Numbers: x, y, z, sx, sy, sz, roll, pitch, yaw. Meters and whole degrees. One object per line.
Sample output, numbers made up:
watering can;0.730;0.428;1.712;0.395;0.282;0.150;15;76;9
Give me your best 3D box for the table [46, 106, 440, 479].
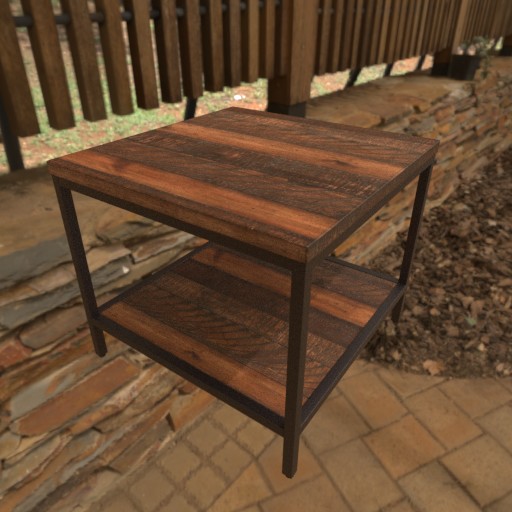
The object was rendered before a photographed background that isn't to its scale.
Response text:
table;0.000;0.000;0.987;0.548;0.482;0.553;20;36;30
